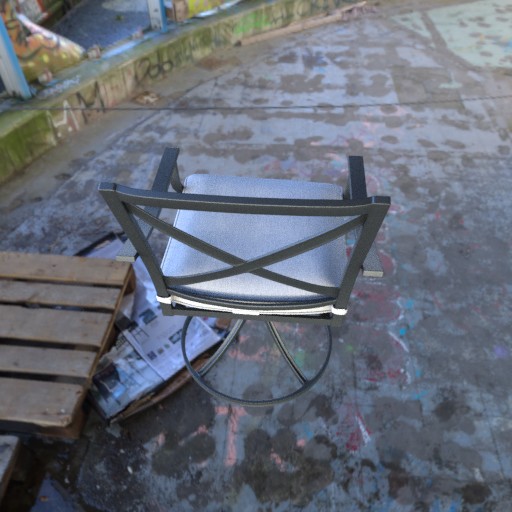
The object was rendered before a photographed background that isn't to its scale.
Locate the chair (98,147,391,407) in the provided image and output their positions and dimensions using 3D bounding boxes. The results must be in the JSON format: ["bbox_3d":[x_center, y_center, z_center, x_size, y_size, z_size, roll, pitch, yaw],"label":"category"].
[{"bbox_3d":[0.000,0.000,1.251,0.575,0.889,0.620,3,46,3],"label":"chair"}]
